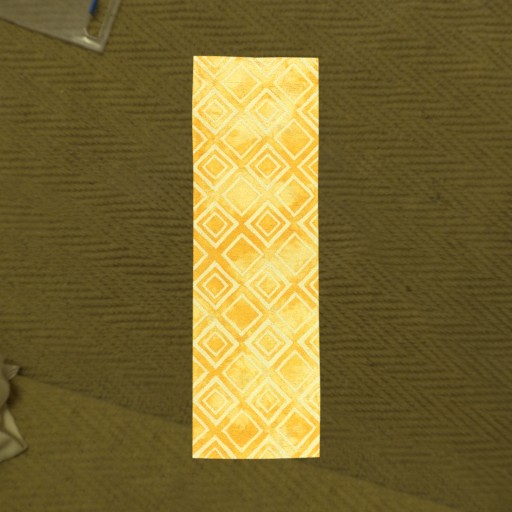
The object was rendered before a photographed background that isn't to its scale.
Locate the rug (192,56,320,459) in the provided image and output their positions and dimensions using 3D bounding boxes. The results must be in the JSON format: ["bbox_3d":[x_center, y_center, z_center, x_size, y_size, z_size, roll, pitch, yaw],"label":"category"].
[{"bbox_3d":[0.000,0.000,2.689,0.775,0.010,2.438,0,89,-1],"label":"rug"}]
